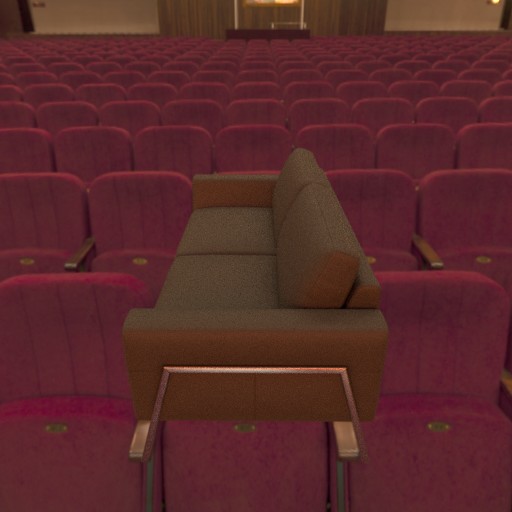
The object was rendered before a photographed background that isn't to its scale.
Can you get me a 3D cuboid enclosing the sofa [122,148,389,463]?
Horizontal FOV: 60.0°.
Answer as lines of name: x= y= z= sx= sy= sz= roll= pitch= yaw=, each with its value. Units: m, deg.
sofa: x=0.000 y=0.000 z=2.507 sx=0.953 sy=0.875 sz=2.017 roll=0 pitch=26 yaw=0
